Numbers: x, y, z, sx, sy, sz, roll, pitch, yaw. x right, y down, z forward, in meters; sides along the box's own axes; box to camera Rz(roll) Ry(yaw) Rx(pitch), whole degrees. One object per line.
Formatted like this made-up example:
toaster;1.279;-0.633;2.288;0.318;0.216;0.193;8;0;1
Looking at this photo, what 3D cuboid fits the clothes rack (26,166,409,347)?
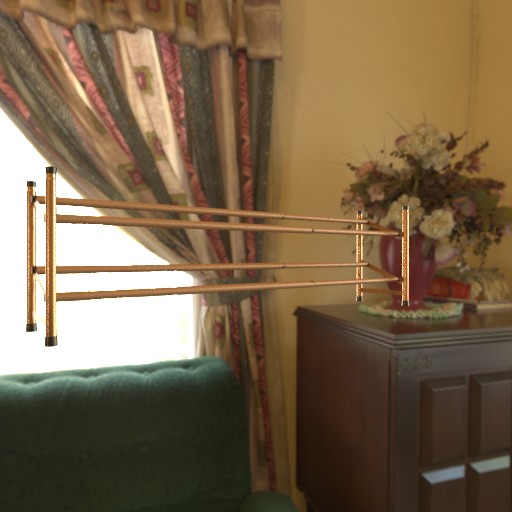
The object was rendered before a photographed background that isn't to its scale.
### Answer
clothes rack;0.000;0.000;1.286;1.168;0.349;0.229;0;0;-36
